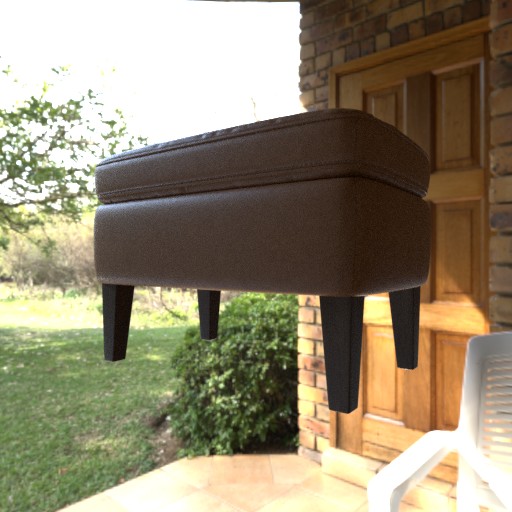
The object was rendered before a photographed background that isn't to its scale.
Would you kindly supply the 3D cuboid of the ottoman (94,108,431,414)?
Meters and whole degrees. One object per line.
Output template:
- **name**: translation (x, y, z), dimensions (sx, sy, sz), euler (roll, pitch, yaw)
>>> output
- **ottoman**: translation (0.000, 0.000, 0.974), dimensions (0.670, 0.480, 0.420), euler (0, 0, 36)
